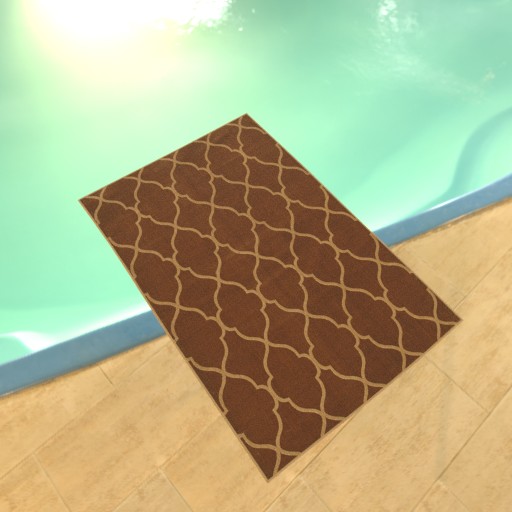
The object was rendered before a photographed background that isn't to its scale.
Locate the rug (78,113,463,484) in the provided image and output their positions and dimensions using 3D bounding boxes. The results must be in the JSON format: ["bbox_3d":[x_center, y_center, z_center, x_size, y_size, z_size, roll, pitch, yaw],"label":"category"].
[{"bbox_3d":[0.000,0.000,2.971,1.526,0.014,2.290,-33,65,-17],"label":"rug"}]
